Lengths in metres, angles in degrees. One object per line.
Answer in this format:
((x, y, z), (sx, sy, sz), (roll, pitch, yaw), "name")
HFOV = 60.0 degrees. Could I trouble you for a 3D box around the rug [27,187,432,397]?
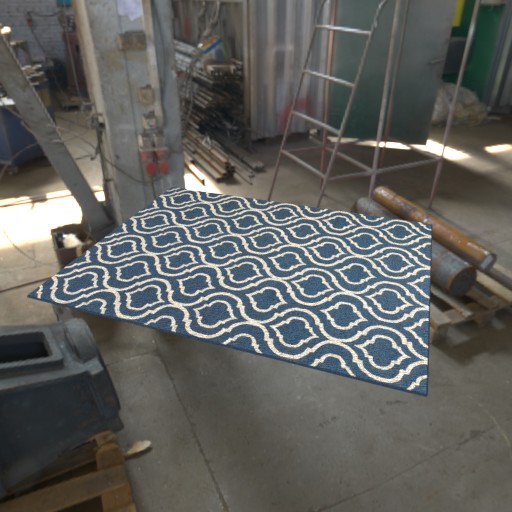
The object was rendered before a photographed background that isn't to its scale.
((0.000, 0.000, 3.858), (2.881, 0.020, 2.270), (10, 33, 16), "rug")
